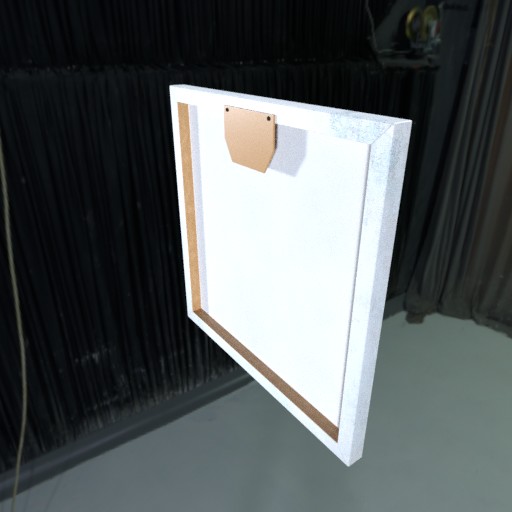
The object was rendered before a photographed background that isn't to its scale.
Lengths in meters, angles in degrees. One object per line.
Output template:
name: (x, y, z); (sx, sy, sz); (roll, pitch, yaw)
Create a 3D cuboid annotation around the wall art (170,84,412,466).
wall art: (0.000, 0.000, 0.897); (0.044, 0.605, 0.605); (-18, 31, -32)
